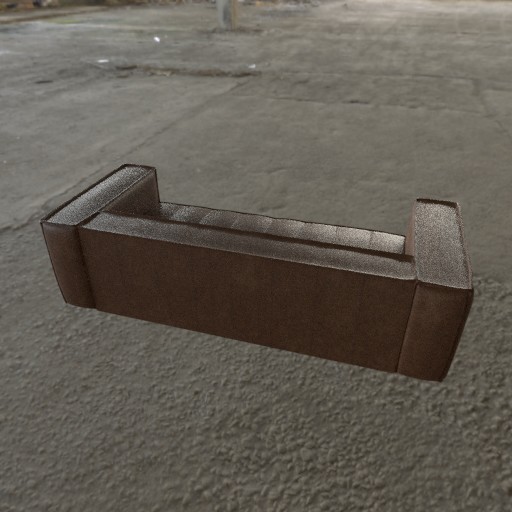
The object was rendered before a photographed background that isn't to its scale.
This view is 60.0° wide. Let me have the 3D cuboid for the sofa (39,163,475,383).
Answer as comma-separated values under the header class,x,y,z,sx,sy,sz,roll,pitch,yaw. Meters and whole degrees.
class,x,y,z,sx,sy,sz,roll,pitch,yaw
sofa,0.000,0.000,3.043,2.581,0.701,1.102,9,34,14
